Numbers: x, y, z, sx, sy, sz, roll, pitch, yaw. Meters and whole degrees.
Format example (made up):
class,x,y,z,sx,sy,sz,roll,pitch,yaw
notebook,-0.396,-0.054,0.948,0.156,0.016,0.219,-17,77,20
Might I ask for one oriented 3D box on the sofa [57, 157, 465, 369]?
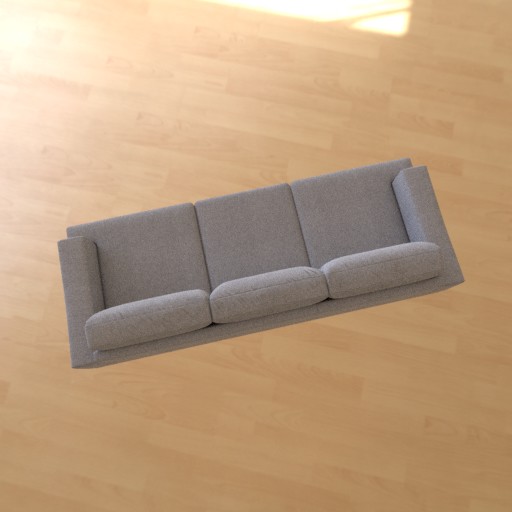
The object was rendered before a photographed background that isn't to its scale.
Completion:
class,x,y,z,sx,sy,sz,roll,pitch,yaw
sofa,0.000,0.000,2.781,2.310,0.810,0.920,-12,77,-3
